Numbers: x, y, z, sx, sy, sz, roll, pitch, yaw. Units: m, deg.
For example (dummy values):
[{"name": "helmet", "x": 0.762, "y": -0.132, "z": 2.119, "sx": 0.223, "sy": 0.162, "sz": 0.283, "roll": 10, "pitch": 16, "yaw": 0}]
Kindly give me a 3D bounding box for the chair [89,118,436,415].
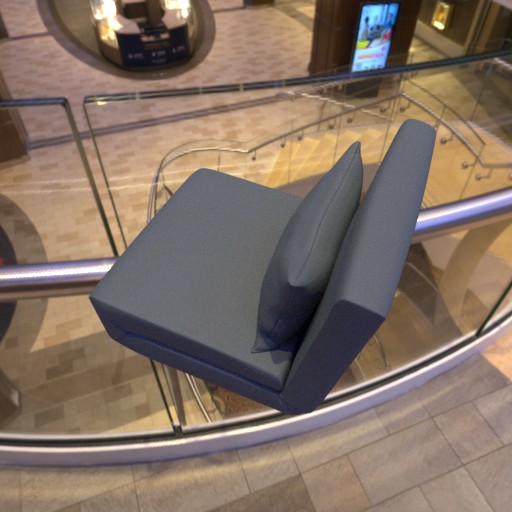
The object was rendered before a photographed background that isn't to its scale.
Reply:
[{"name": "chair", "x": 0.000, "y": 0.000, "z": 1.506, "sx": 0.900, "sy": 0.808, "sz": 0.770, "roll": 17, "pitch": 50, "yaw": 15}]
